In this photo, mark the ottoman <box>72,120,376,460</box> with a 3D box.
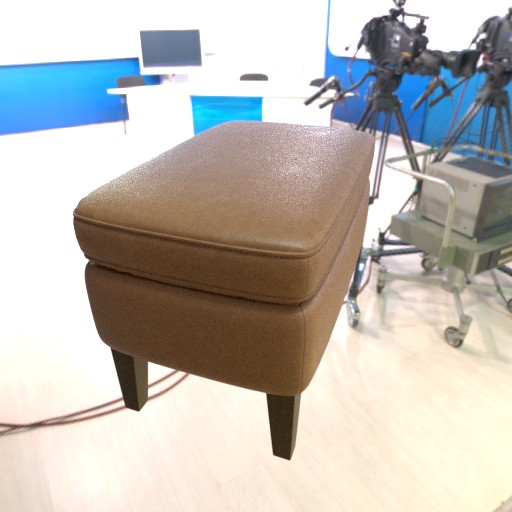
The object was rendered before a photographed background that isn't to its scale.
[{"bbox_3d":[0.000,0.000,0.985,0.420,0.480,0.670,10,31,18],"label":"ottoman"}]
